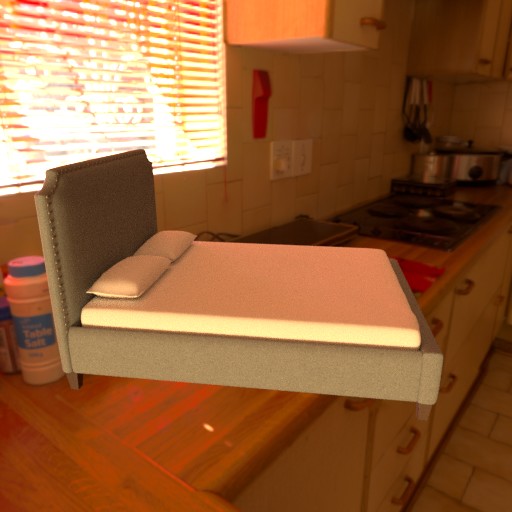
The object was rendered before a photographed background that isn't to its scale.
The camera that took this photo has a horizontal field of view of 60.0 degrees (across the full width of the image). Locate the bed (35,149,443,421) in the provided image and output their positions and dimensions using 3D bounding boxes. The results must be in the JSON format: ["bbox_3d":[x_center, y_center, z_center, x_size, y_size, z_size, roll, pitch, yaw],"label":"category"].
[{"bbox_3d":[0.000,0.000,3.341,2.372,1.443,1.712,3,19,8],"label":"bed"}]
